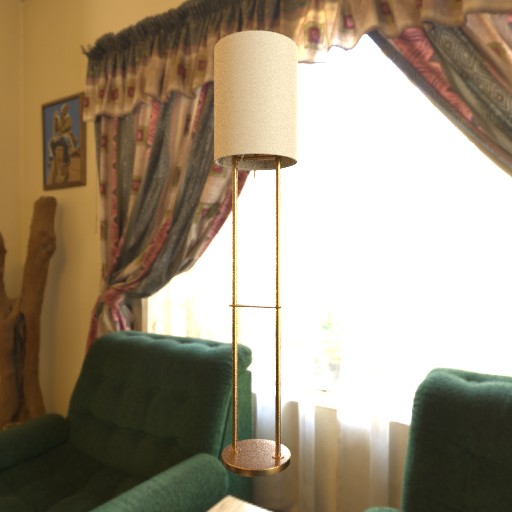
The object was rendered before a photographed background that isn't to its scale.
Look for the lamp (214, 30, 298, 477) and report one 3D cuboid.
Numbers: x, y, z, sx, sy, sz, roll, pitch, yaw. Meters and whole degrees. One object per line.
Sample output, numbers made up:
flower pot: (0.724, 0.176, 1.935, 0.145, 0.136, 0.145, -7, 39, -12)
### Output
lamp: (0.000, 0.000, 1.626, 0.306, 1.500, 0.305, 0, 0, 17)
